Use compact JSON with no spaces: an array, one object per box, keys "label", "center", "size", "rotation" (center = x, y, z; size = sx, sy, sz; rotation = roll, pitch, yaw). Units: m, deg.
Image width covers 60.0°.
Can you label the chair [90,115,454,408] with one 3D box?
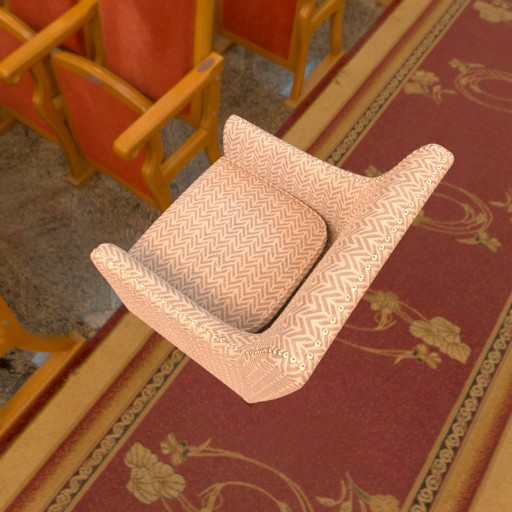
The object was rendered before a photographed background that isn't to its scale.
[{"label":"chair","center":[0.000,0.000,1.286],"size":[0.651,0.816,0.623],"rotation":[33,67,16]}]
